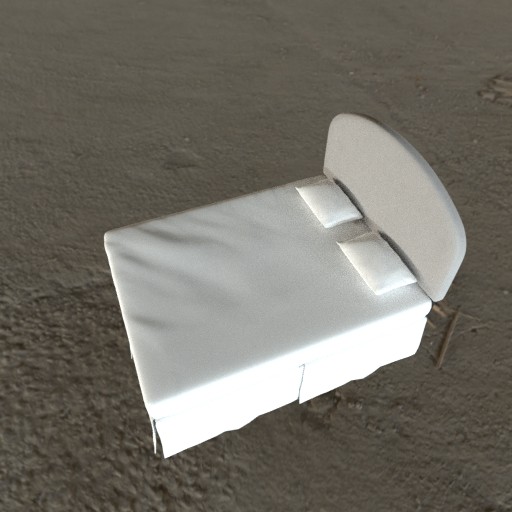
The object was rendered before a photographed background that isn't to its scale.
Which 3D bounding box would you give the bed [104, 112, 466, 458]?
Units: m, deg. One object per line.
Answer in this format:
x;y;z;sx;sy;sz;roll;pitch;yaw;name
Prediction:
0.000;0.000;3.042;2.005;1.410;1.607;-17;49;-15;bed
